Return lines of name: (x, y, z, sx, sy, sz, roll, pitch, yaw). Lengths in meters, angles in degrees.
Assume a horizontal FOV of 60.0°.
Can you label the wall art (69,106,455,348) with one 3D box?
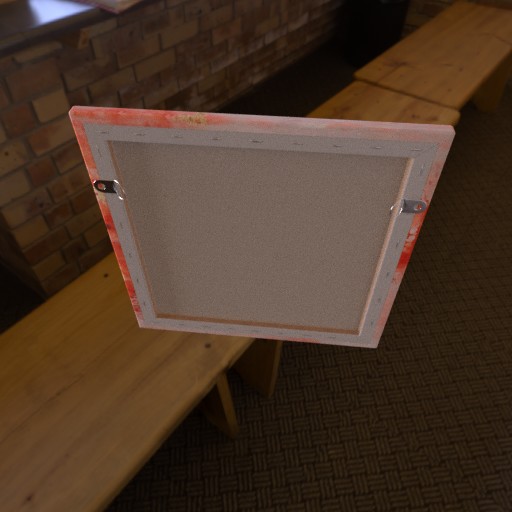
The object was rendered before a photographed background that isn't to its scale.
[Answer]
wall art: (0.000, 0.000, 1.317, 0.878, 0.878, 0.066, 4, 47, 4)
